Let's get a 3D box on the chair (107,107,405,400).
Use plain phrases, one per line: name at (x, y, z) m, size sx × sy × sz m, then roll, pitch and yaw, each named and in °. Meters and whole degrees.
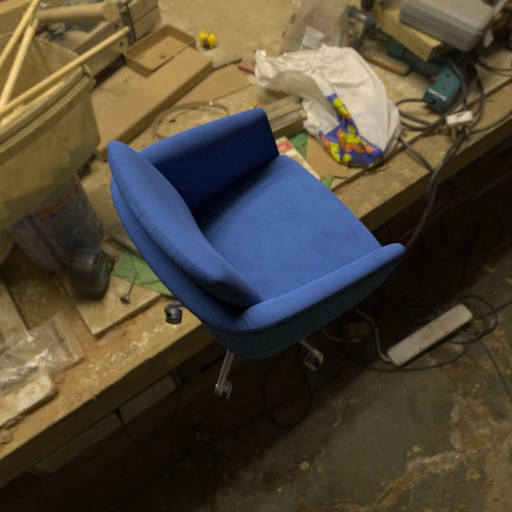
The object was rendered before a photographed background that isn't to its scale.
chair at (0.000, 0.000, 1.350) m, size 0.635 × 0.908 × 0.641 m, roll -32°, pitch 64°, yaw -18°
